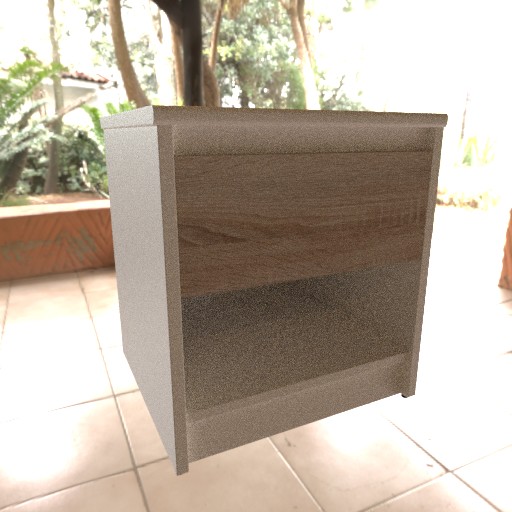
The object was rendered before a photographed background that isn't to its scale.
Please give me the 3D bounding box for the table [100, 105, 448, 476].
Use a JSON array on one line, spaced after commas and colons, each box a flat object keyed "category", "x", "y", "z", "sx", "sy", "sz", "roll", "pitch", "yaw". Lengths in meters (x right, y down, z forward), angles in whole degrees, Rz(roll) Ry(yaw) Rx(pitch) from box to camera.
[{"category": "table", "x": 0.000, "y": 0.000, "z": 0.761, "sx": 0.420, "sy": 0.460, "sz": 0.380, "roll": -7, "pitch": 17, "yaw": -25}]
